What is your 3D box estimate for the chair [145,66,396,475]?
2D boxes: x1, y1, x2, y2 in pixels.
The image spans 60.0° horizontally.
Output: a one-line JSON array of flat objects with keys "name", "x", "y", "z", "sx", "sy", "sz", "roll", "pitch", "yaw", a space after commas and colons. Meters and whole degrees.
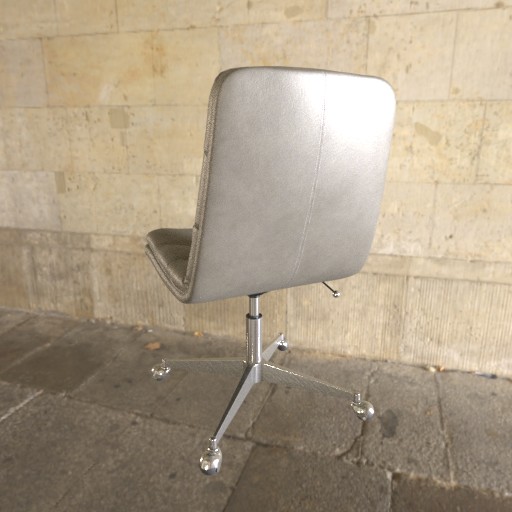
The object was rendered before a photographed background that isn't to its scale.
[{"name": "chair", "x": 0.000, "y": 0.000, "z": 0.998, "sx": 0.422, "sy": 0.738, "sz": 0.485, "roll": -8, "pitch": 17, "yaw": -26}]
